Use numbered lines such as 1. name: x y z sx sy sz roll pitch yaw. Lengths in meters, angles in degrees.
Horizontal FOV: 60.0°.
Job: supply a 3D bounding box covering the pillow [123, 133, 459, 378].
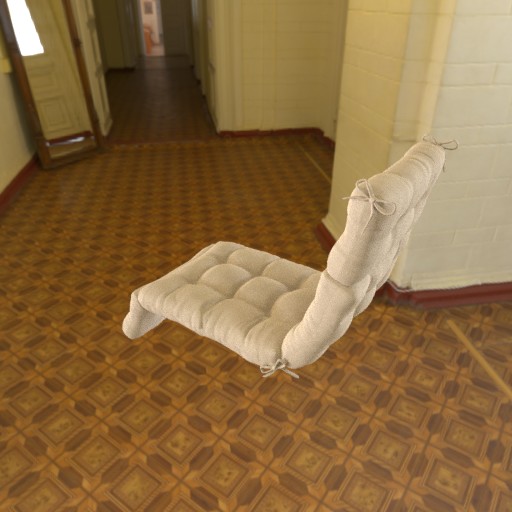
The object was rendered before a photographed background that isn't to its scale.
1. pillow: 0.000 0.000 1.494 1.016 0.863 0.526 20 36 30
